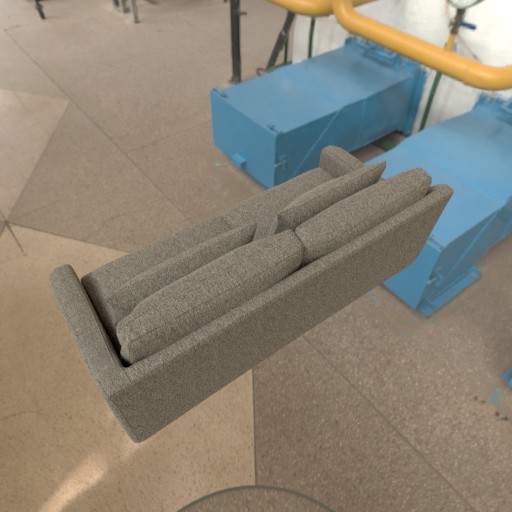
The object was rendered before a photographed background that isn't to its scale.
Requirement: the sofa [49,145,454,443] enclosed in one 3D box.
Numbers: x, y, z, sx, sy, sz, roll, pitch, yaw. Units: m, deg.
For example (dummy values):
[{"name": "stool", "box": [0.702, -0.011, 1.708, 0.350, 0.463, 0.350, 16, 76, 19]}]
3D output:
[{"name": "sofa", "box": [0.000, 0.000, 2.920, 2.418, 0.998, 1.103, -28, 53, -24]}]
